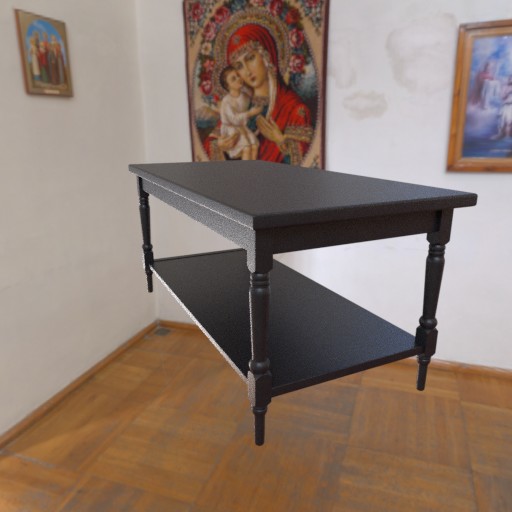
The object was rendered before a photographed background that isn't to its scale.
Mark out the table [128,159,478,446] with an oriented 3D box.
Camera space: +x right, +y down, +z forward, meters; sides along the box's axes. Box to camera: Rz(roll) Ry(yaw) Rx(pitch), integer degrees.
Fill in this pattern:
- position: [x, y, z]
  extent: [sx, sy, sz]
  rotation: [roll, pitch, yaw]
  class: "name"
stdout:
- position: [0.000, 0.000, 1.409]
  extent: [0.550, 0.510, 1.107]
  rotation: [-8, 18, -25]
  class: "table"
